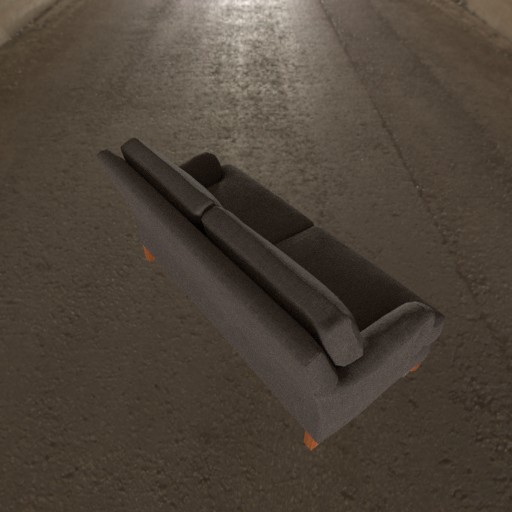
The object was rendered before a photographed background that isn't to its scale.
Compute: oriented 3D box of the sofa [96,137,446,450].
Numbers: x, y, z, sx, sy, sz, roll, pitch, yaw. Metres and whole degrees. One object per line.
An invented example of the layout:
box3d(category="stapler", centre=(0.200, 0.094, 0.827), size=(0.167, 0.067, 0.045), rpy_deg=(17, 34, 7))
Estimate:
box3d(category="sofa", centre=(0.000, 0.000, 2.835), size=(1.087, 1.054, 2.160), rpy_deg=(-26, 47, -27))
